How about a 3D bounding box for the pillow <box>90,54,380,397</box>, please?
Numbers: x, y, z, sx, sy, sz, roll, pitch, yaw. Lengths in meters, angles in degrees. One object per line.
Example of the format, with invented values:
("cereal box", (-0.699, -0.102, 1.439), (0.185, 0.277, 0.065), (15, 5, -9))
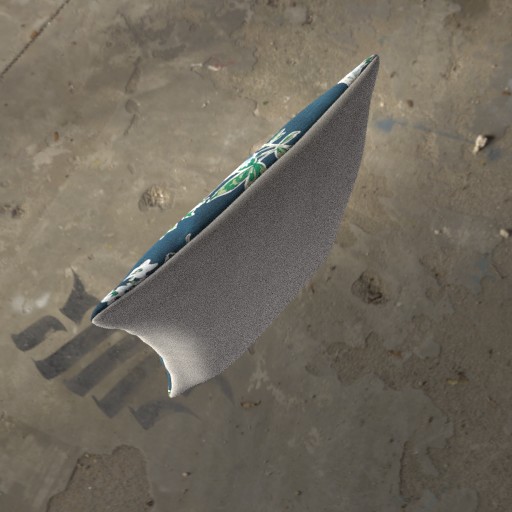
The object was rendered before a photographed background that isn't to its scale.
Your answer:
("pillow", (0.000, 0.000, 0.767), (0.166, 0.508, 0.525), (38, 69, 17))
